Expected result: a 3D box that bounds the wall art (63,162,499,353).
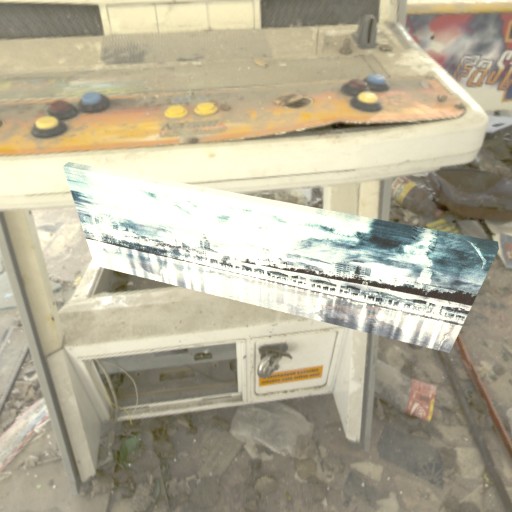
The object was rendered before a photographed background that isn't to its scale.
[{"bbox_3d":[0.000,0.000,1.669,1.524,0.509,0.037,12,43,14],"label":"wall art"}]
